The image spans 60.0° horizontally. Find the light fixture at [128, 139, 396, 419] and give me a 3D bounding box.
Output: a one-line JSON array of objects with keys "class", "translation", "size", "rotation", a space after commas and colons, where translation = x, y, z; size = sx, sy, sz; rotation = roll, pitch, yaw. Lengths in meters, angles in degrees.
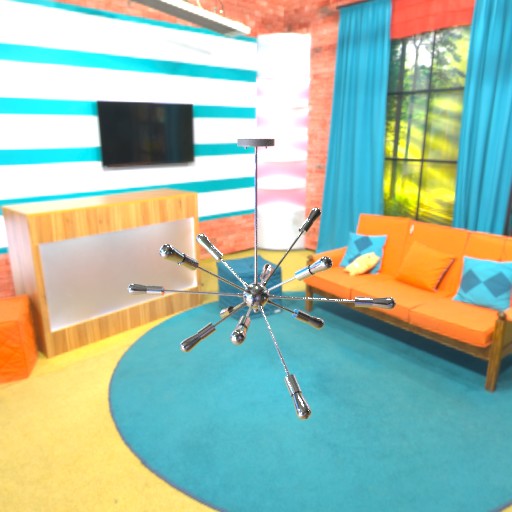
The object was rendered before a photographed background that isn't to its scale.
[{"class": "light fixture", "translation": [0.000, 0.000, 1.092], "size": [0.684, 0.558, 0.509], "rotation": [2, 16, 9]}]
